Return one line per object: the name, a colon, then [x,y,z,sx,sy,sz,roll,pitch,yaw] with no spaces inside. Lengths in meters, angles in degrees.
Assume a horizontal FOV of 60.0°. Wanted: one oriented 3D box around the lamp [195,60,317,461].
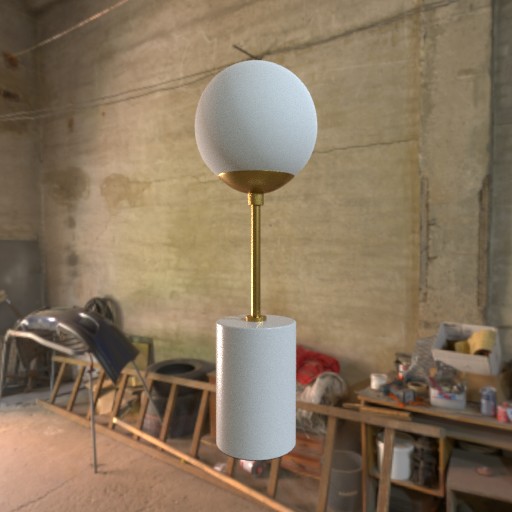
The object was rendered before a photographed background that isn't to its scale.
lamp: [0.000,0.000,0.565,0.153,0.480,0.153,0,2,0]
